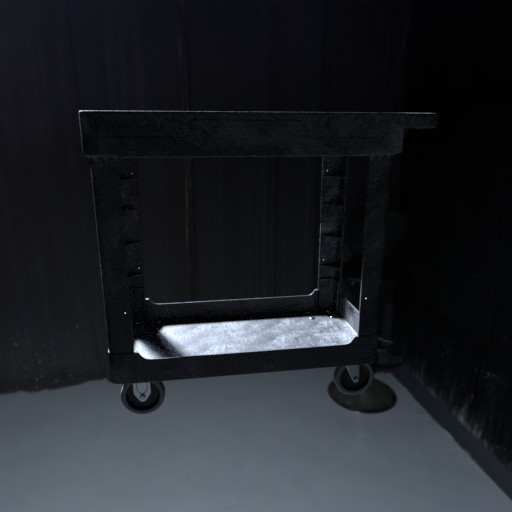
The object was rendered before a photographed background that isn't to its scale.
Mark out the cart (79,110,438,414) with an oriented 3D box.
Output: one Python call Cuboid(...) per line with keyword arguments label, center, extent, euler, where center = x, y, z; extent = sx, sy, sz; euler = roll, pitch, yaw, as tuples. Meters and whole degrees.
Cuboid(label="cart", center=(0.000, 0.000, 1.358), extent=(0.877, 0.824, 0.420), euler=(-2, 16, -9))
